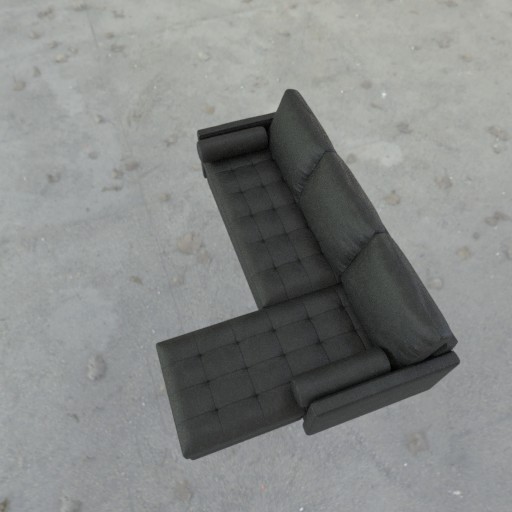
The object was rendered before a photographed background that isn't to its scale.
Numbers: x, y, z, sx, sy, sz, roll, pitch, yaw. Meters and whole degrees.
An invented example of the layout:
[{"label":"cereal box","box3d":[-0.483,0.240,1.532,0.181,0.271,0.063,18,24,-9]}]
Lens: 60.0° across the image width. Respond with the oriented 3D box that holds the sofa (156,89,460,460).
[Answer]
[{"label":"sofa","box3d":[0.000,0.000,2.855,1.497,0.876,2.178,-17,59,-11]}]
